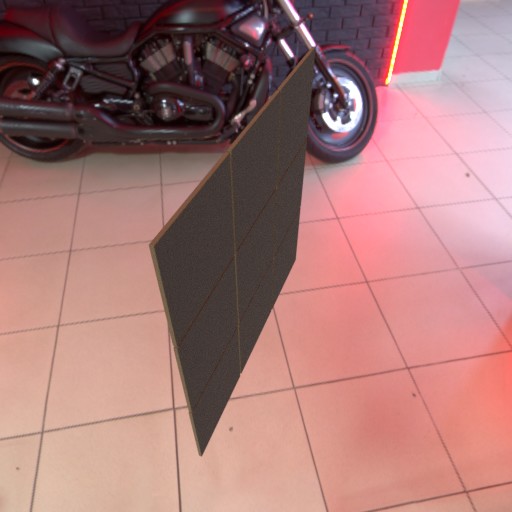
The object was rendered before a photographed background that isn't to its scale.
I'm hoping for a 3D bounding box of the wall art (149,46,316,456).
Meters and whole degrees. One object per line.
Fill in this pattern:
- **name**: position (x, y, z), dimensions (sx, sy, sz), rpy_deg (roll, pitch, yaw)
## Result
- **wall art**: position (0.000, 0.000, 2.246), dimensions (0.017, 1.521, 1.527), rpy_deg (16, 48, 15)
